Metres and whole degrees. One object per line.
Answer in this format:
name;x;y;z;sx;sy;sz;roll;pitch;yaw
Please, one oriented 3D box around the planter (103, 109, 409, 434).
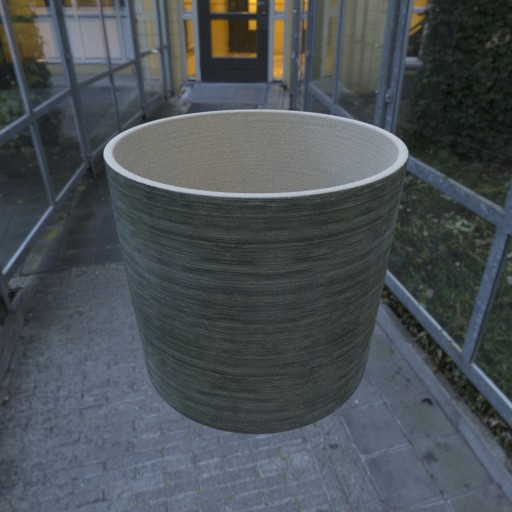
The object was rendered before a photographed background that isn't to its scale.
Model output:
planter;0.000;0.000;0.385;0.221;0.201;0.221;0;30;0
